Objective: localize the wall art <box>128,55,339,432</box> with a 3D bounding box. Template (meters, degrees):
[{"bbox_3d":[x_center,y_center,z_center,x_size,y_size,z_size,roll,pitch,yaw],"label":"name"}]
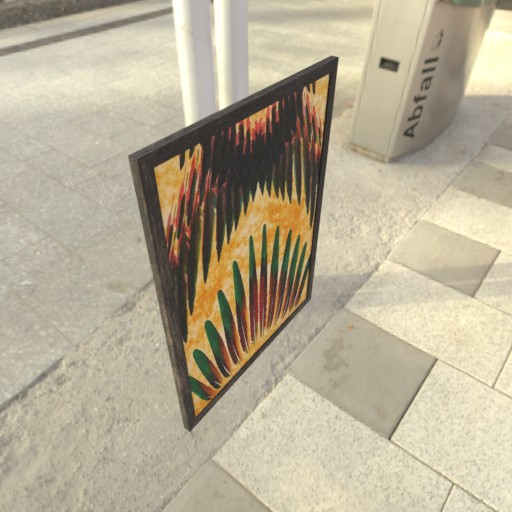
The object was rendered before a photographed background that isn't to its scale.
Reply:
[{"bbox_3d":[0.000,0.000,1.467,0.029,1.066,0.812,26,47,27],"label":"wall art"}]
